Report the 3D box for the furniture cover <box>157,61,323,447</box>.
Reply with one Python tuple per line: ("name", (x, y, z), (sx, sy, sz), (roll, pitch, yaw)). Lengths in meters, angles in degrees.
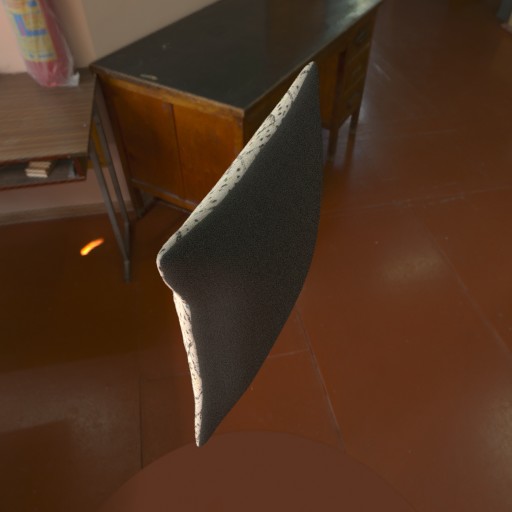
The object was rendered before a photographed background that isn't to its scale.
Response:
("furniture cover", (0.000, 0.000, 0.784), (0.180, 0.498, 0.525), (17, 49, 15))
